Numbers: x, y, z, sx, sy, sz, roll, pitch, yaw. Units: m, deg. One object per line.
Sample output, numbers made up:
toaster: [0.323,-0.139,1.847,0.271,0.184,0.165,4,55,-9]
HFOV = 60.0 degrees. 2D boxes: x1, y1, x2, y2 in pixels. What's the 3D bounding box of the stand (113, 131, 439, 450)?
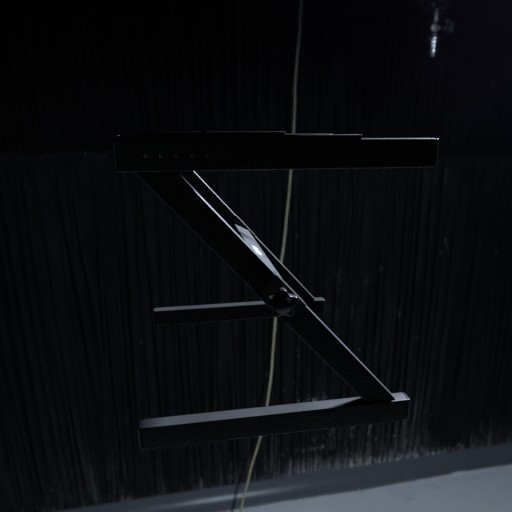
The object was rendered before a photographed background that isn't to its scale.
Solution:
stand: [0.000,0.000,1.152,0.586,0.617,0.700,-3,16,-9]
